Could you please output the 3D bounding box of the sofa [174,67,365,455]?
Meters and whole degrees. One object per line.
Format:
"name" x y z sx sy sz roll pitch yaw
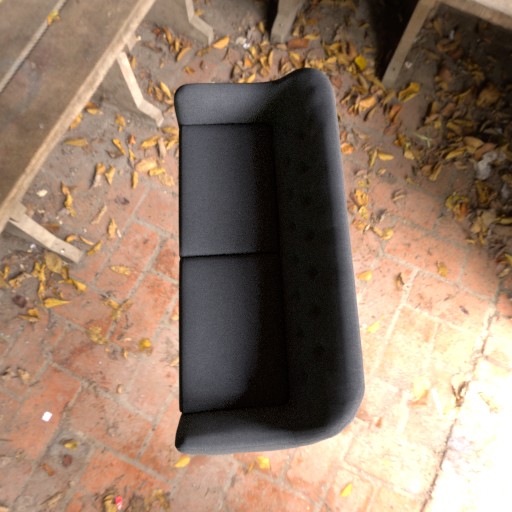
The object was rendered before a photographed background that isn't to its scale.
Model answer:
"sofa" 0.000 0.000 2.288 0.820 0.820 1.840 -3 75 -1
